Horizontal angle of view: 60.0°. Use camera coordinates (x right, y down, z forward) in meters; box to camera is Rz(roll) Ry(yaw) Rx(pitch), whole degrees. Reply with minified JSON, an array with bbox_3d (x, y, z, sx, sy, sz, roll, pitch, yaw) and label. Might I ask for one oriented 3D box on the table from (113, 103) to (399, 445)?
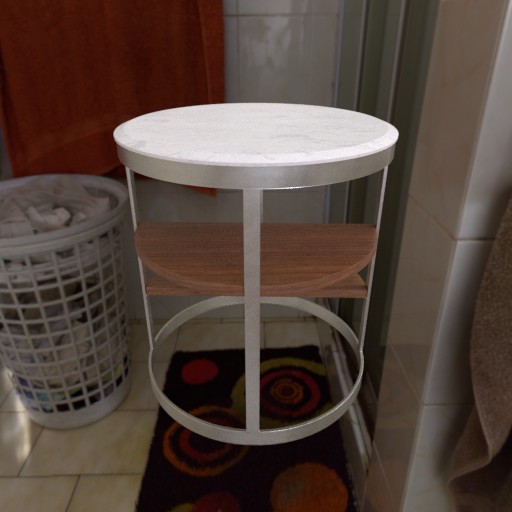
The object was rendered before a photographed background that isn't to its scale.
[{"bbox_3d":[0.000,0.000,0.757,0.407,0.447,0.407,0,27,0],"label":"table"}]
